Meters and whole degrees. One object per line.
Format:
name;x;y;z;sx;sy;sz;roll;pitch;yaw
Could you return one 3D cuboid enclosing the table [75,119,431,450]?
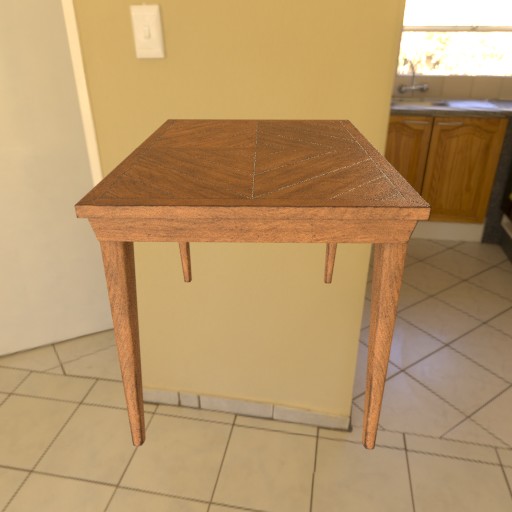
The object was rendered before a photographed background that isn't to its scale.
table;0.000;0.000;1.569;0.757;0.760;1.027;0;27;1
